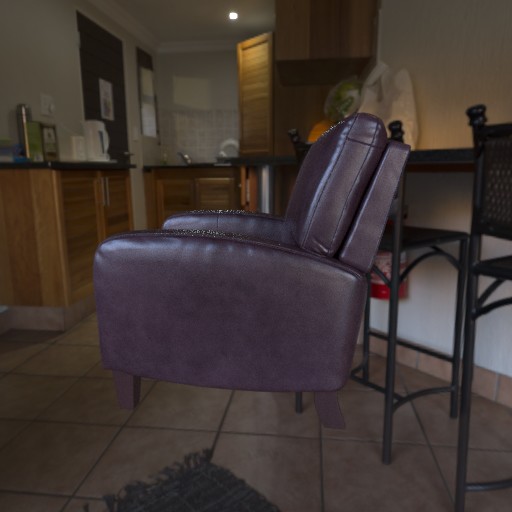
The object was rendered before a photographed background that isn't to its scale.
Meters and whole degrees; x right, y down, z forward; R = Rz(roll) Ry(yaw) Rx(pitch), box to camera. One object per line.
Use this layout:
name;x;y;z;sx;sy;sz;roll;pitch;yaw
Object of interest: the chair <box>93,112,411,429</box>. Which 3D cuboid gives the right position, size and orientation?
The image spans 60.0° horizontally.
chair;0.000;0.000;1.701;0.990;0.990;0.762;2;12;9
